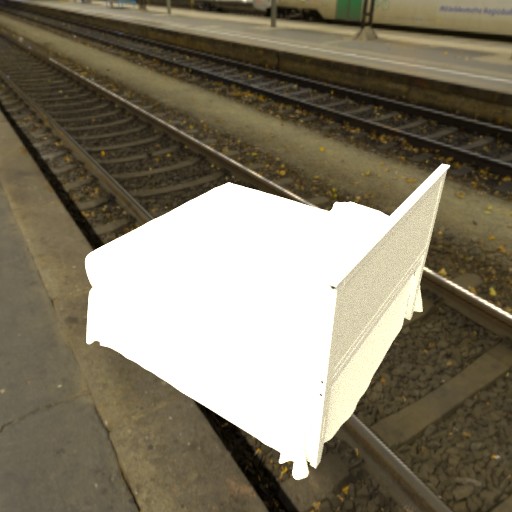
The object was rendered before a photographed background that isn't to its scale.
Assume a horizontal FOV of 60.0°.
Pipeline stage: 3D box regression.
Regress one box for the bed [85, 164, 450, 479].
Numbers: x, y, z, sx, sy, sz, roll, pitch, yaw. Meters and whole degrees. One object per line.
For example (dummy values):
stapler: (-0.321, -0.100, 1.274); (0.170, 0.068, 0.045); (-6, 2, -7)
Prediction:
bed: (0.000, 0.000, 3.157); (2.047, 1.269, 1.876); (20, 37, 29)
